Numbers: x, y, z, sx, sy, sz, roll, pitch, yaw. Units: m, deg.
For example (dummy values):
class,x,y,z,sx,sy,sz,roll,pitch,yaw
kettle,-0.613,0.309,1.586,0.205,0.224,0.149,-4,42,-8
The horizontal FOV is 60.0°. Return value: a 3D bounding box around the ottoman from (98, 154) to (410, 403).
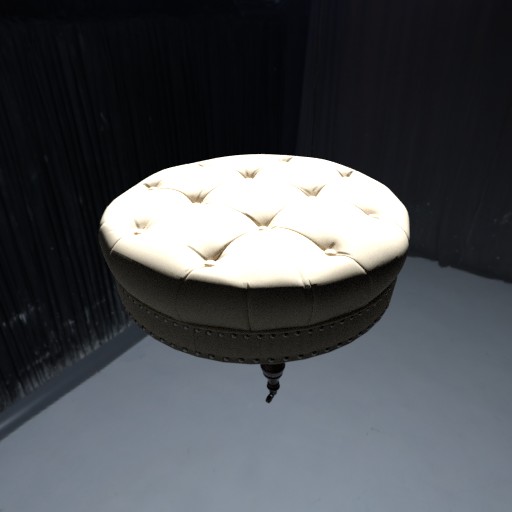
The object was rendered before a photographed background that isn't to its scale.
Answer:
class,x,y,z,sx,sy,sz,roll,pitch,yaw
ottoman,0.000,0.000,1.390,0.901,0.439,0.901,0,31,0
